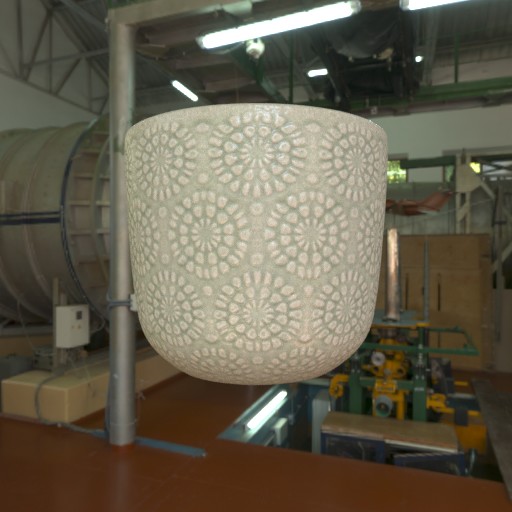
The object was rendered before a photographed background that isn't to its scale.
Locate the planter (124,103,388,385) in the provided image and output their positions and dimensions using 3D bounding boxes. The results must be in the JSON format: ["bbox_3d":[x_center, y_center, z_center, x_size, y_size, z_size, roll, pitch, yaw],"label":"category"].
[{"bbox_3d":[0.000,0.000,0.218,0.124,0.109,0.124,0,0,0],"label":"planter"}]
